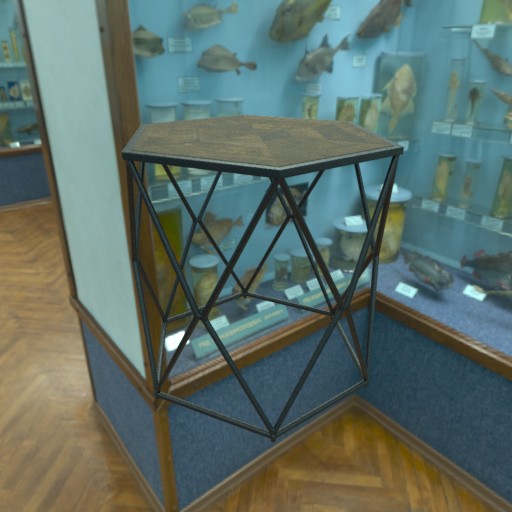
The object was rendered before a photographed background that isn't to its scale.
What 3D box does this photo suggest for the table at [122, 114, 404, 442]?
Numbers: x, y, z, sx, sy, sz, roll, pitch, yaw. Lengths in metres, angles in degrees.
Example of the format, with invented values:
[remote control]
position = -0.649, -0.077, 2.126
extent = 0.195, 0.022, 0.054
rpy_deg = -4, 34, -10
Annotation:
[table]
position = 0.000, 0.000, 1.044
extent = 0.578, 0.564, 0.579
rpy_deg = -17, 30, -32
